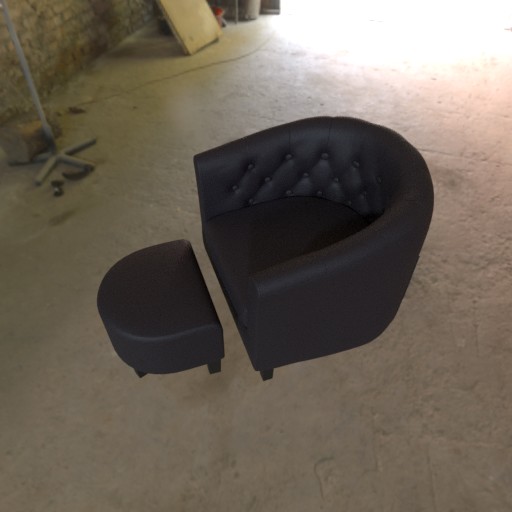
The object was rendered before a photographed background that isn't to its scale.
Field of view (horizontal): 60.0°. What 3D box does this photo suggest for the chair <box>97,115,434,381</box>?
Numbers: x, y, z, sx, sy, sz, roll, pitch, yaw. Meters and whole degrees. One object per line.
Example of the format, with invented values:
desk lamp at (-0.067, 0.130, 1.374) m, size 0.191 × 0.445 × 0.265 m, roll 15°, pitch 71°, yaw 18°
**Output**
chair at (0.000, 0.000, 1.671) m, size 1.191 × 0.760 × 0.763 m, roll -15°, pitch 48°, yaw -14°
